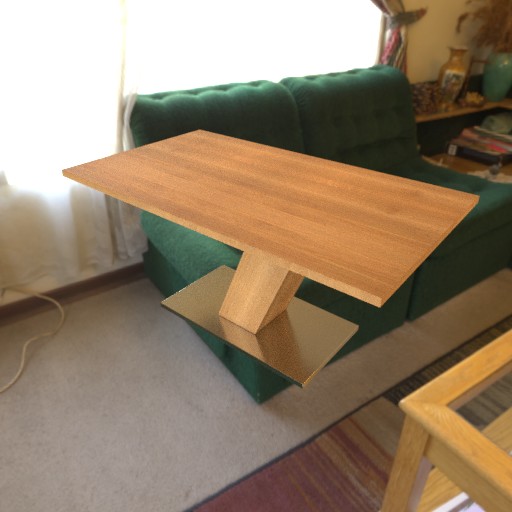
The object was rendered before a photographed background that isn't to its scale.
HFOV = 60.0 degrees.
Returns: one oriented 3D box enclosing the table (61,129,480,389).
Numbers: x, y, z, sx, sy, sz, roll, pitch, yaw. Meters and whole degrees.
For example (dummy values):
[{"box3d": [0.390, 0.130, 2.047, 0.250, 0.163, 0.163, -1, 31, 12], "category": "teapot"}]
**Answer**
[{"box3d": [0.000, 0.000, 2.117, 1.600, 0.750, 0.900, 23, 37, 33], "category": "table"}]
